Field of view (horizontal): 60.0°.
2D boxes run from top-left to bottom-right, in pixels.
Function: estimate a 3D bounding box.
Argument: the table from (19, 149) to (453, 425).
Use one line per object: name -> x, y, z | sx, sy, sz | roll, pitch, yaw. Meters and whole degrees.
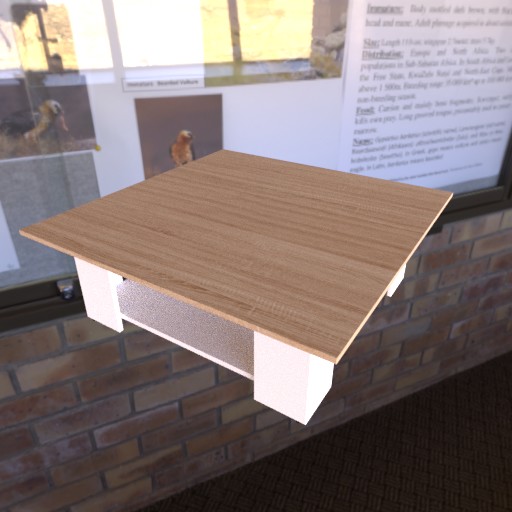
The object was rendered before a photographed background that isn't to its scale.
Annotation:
table -> 0.000, 0.000, 1.340 | 0.890, 0.305, 0.890 | 18, 34, 28
